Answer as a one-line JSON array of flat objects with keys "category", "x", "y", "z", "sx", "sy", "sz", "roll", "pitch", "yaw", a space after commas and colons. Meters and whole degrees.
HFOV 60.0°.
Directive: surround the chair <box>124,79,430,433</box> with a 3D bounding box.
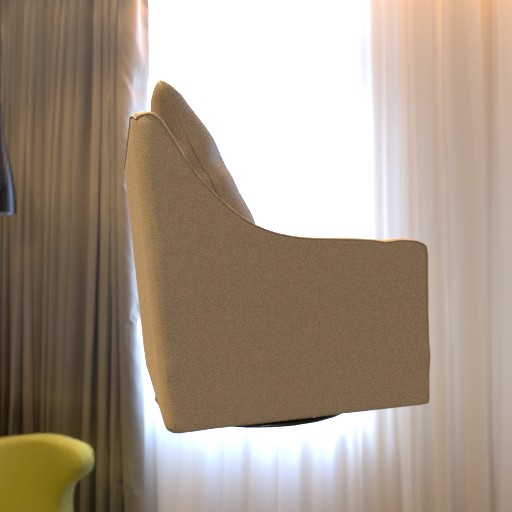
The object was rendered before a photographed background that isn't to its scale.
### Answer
[{"category": "chair", "x": 0.000, "y": 0.000, "z": 1.555, "sx": 0.876, "sy": 0.942, "sz": 0.760, "roll": 0, "pitch": -1, "yaw": -18}]
